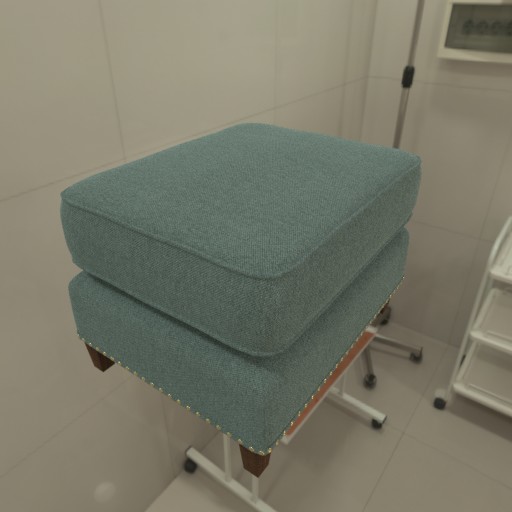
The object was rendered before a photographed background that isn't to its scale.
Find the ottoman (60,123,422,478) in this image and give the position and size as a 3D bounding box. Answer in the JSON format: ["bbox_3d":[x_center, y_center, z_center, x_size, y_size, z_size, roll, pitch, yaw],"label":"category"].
[{"bbox_3d":[0.000,0.000,1.128,0.589,0.537,0.738,21,37,30],"label":"ottoman"}]
